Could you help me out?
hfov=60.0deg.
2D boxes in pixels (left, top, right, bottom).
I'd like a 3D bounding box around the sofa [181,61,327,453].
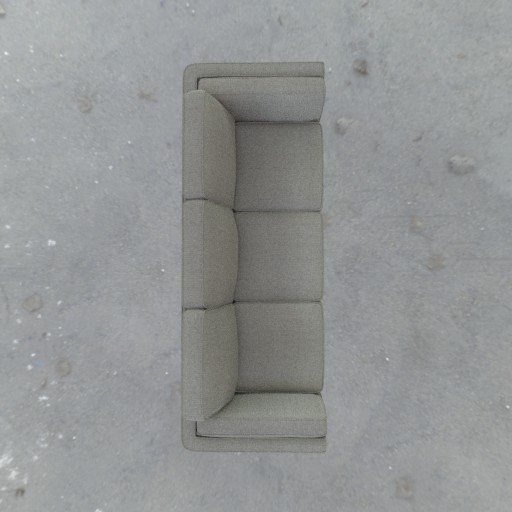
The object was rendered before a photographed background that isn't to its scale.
[{"bbox_3d":[0.000,0.000,2.888,0.903,0.899,2.362,0,88,1],"label":"sofa"}]
